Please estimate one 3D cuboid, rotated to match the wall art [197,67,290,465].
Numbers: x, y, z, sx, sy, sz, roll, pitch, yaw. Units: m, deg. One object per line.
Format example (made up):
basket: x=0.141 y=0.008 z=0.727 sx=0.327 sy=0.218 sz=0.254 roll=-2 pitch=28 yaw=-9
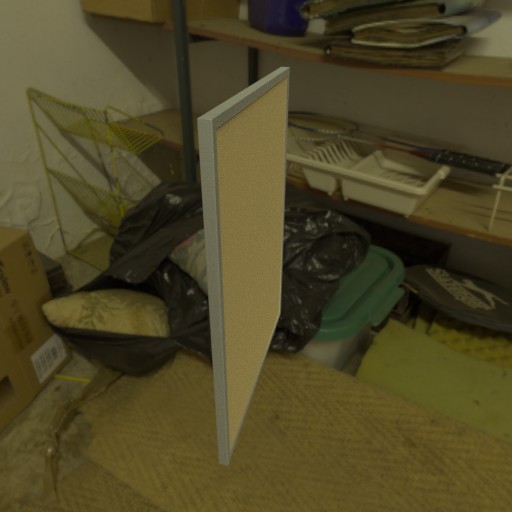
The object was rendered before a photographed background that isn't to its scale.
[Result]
wall art: x=0.000 y=0.000 z=1.435 sx=0.034 sy=1.042 sz=0.789 roll=7 pitch=31 yaw=12
